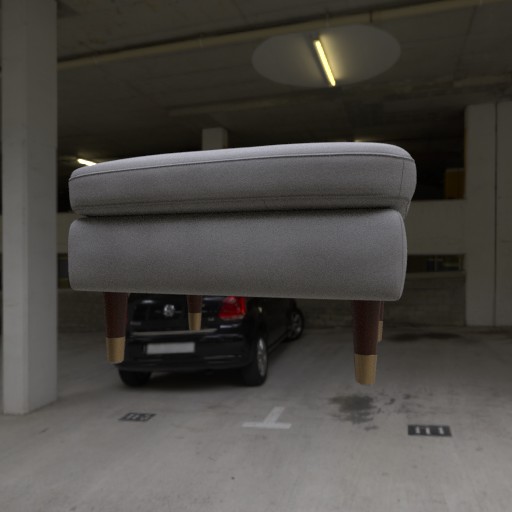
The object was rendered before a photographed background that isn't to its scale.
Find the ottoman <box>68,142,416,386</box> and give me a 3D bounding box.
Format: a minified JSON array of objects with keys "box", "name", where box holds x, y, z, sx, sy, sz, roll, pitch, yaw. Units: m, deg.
[{"box":[0.000,0.000,1.122,0.747,0.478,0.593,0,1,17],"name":"ottoman"}]
